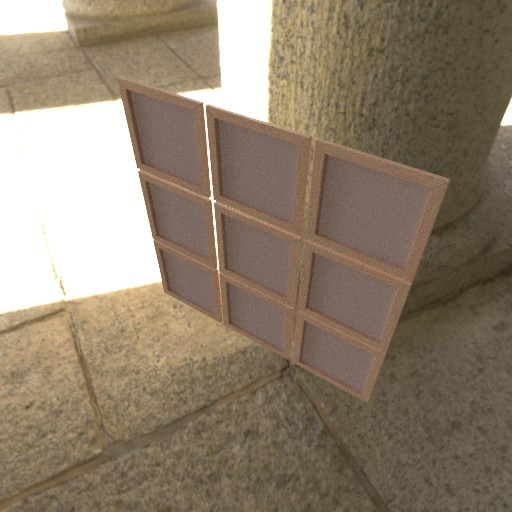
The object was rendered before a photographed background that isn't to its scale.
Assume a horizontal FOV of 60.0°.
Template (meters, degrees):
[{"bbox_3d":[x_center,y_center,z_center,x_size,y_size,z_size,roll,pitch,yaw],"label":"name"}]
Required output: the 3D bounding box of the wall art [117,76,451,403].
[{"bbox_3d":[0.000,0.000,1.826,1.217,1.207,0.016,25,50,23],"label":"wall art"}]
